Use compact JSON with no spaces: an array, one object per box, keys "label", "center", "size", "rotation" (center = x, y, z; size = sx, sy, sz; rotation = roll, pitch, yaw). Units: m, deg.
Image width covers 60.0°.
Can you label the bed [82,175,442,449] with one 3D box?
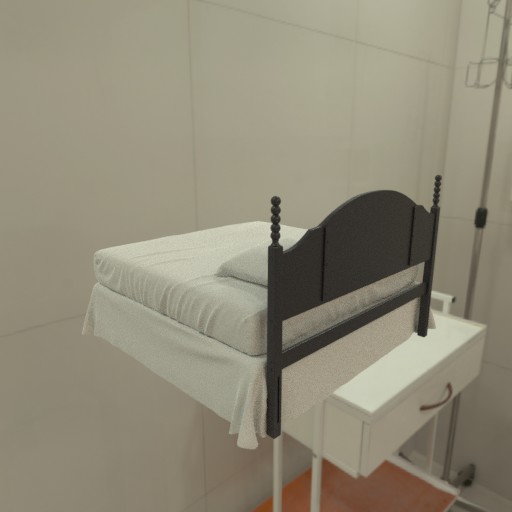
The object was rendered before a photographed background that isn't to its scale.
[{"label":"bed","center":[0.000,0.000,3.704],"size":[2.322,1.355,2.219],"rotation":[-14,21,-43]}]
